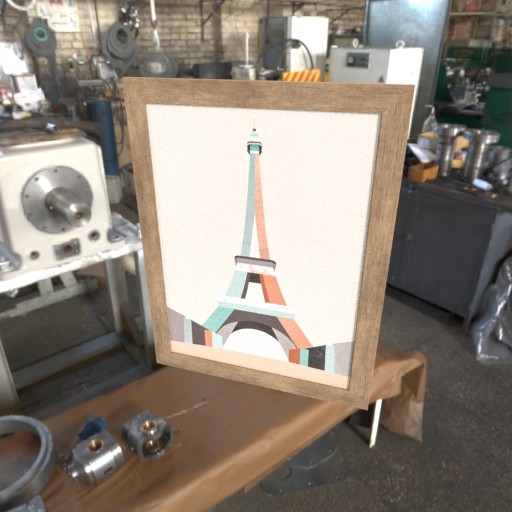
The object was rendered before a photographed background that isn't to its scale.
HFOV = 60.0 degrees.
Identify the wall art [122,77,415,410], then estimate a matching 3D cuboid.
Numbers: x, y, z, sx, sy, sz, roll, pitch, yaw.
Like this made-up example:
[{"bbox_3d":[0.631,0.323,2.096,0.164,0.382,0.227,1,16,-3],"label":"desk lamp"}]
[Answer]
[{"bbox_3d":[0.000,0.000,0.930,0.534,0.686,0.018,8,27,16],"label":"wall art"}]
